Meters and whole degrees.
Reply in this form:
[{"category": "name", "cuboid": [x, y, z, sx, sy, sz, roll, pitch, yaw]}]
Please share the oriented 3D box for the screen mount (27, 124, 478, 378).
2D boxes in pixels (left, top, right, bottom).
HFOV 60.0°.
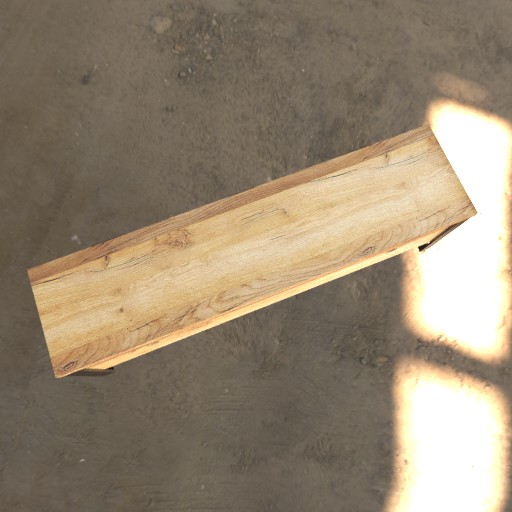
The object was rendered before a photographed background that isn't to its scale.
[{"category": "screen mount", "cuboid": [0.000, 0.000, 1.748, 1.524, 0.450, 0.395, -21, 76, -5]}]
